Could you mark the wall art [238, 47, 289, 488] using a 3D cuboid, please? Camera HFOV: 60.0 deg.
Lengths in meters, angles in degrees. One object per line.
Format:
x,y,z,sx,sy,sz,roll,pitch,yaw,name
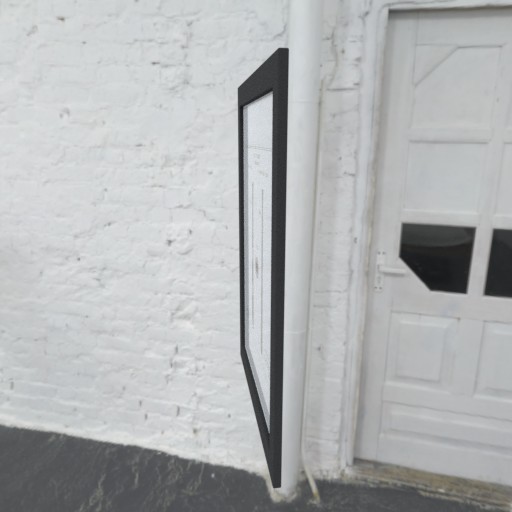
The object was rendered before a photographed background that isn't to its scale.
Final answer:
0.000,0.000,0.689,0.012,0.529,0.374,-2,15,-8,wall art
